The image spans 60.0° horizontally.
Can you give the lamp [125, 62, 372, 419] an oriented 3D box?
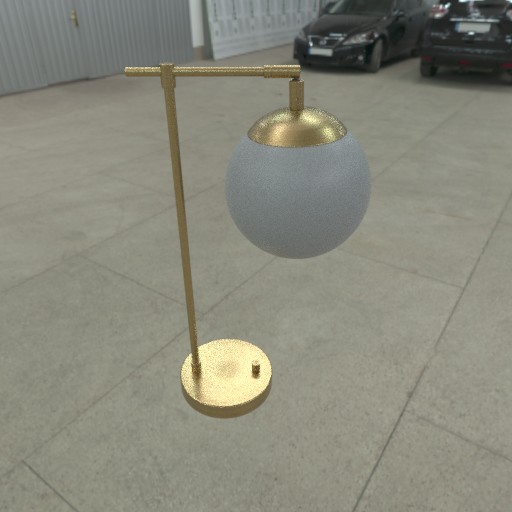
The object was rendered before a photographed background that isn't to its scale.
[{"bbox_3d":[0.000,0.000,0.694,0.324,0.559,0.207,0,32,-1],"label":"lamp"}]
